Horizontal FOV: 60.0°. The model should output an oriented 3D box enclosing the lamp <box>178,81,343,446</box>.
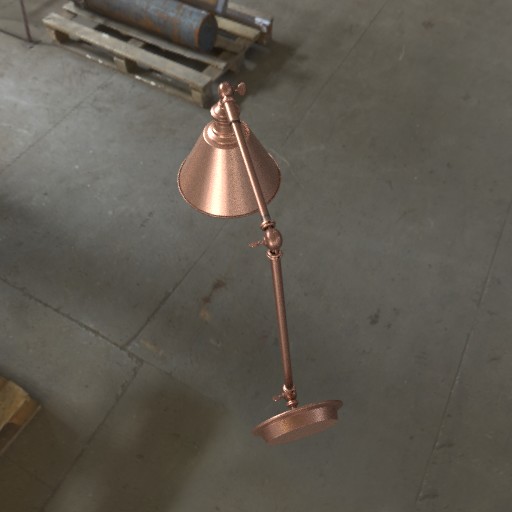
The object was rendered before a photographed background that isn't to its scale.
[{"bbox_3d":[0.000,0.000,0.872,0.223,0.502,0.624,-14,59,-9],"label":"lamp"}]
